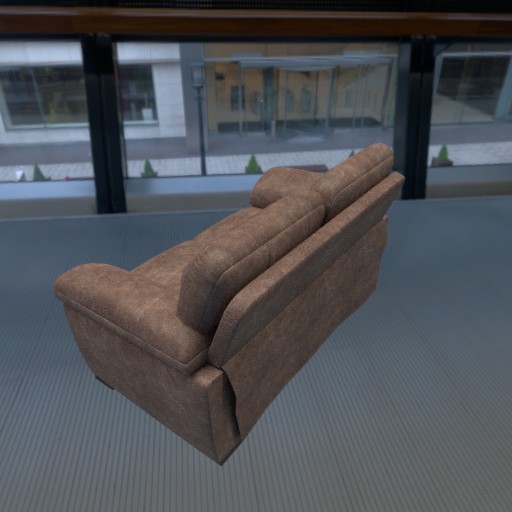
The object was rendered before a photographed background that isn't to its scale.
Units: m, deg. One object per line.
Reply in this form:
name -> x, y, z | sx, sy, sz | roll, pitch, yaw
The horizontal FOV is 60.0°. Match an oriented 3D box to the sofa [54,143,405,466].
sofa -> 0.000, 0.000, 2.353 | 0.991, 0.991, 1.753 | 20, 36, 30
